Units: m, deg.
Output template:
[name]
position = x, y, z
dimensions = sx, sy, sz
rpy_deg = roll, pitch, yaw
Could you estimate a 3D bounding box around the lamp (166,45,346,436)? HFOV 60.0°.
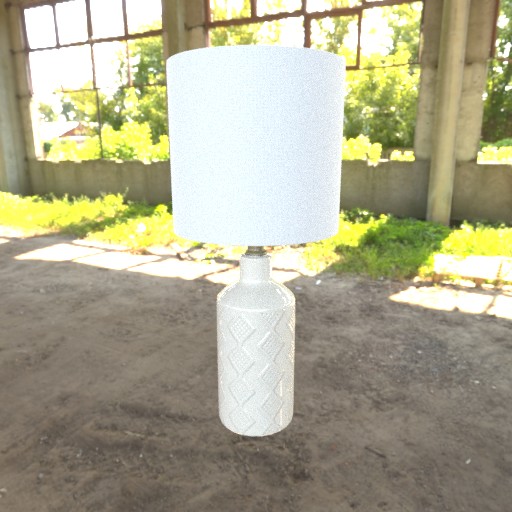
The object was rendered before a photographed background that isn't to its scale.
[lamp]
position = 0.000, 0.000, 0.573
dimensions = 0.207, 0.461, 0.207
rpy_deg = -2, 14, -9
